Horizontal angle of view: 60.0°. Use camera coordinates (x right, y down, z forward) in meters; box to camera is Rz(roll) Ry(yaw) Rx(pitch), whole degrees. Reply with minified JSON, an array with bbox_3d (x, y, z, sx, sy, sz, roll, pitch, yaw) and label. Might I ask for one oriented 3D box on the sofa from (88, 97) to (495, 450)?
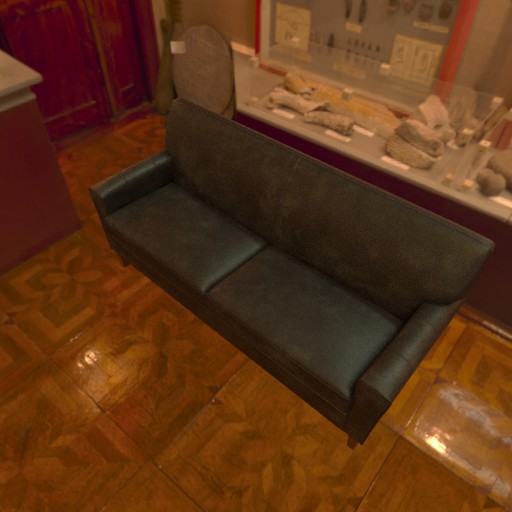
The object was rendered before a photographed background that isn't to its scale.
[{"bbox_3d":[0.000,0.000,2.478,2.053,0.947,0.805,32,54,28],"label":"sofa"}]
